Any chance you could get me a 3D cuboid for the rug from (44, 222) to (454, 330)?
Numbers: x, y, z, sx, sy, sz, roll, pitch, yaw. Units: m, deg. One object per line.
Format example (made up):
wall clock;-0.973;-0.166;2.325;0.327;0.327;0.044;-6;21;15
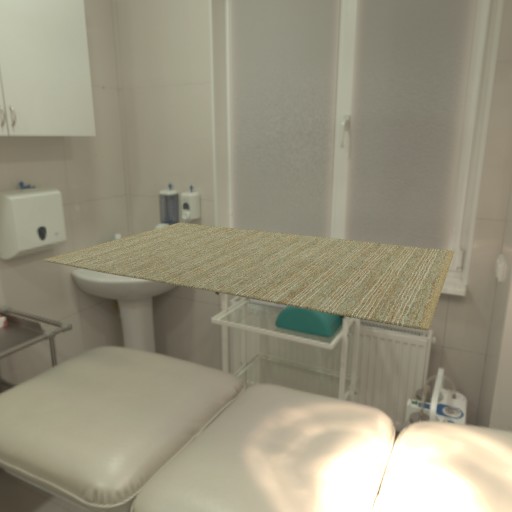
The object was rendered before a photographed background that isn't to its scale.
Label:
rug;0.000;0.000;3.096;2.448;0.012;1.540;8;17;26
